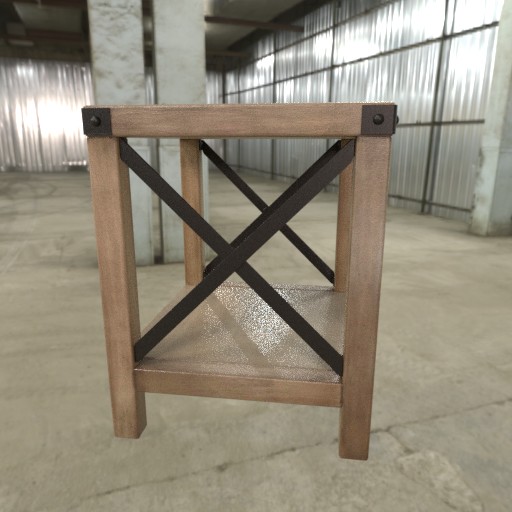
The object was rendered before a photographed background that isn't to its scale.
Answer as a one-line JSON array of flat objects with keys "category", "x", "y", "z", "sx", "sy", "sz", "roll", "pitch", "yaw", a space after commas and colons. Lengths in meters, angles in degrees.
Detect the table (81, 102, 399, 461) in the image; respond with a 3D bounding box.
[{"category": "table", "x": 0.000, "y": 0.000, "z": 0.918, "sx": 0.459, "sy": 0.561, "sz": 0.510, "roll": 2, "pitch": 15, "yaw": 8}]
